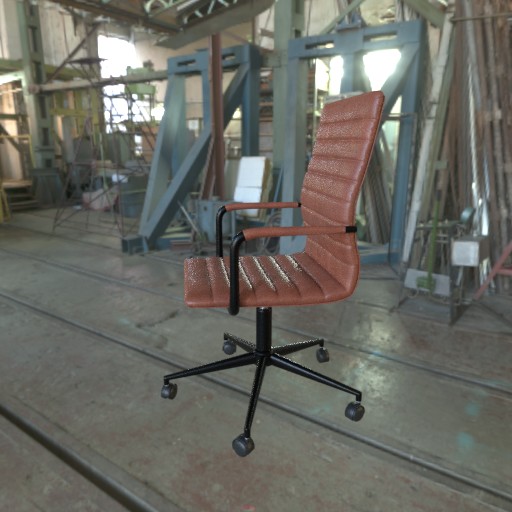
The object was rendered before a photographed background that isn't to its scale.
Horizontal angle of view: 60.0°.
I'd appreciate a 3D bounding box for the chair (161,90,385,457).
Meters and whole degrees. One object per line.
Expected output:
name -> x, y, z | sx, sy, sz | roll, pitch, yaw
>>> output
chair -> 0.000, 0.000, 1.275 | 0.578, 0.878, 0.600 | -2, 14, -9
